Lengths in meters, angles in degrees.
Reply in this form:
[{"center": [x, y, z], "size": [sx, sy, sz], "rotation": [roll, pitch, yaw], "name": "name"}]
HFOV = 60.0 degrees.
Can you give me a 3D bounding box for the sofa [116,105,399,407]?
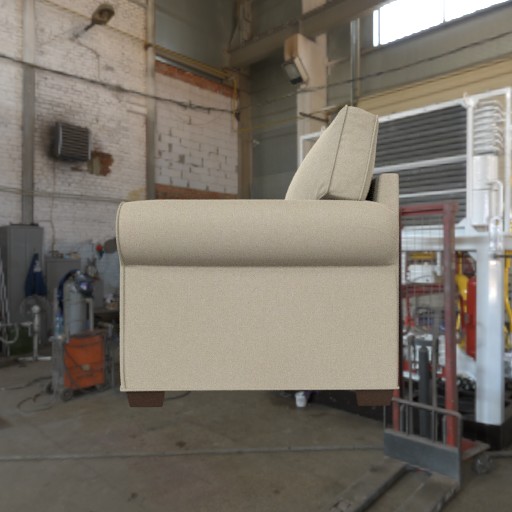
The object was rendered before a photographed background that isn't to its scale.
[{"center": [0.000, 0.000, 2.082], "size": [0.937, 1.006, 1.405], "rotation": [0, 0, -1], "name": "sofa"}]
